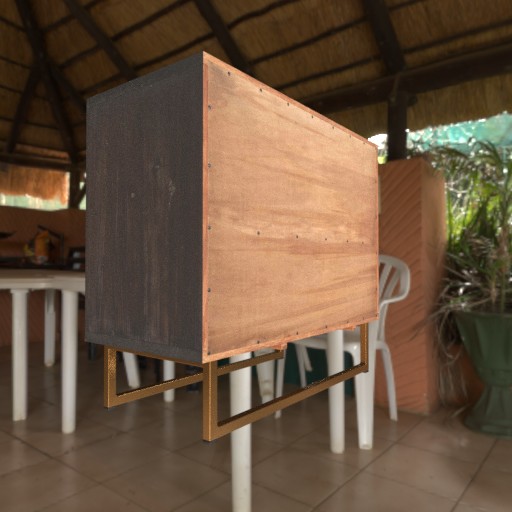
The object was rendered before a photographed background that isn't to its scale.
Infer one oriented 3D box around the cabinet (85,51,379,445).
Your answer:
[{"bbox_3d":[0.000,0.000,1.456,0.451,0.860,0.950,-1,-1,38],"label":"cabinet"}]
